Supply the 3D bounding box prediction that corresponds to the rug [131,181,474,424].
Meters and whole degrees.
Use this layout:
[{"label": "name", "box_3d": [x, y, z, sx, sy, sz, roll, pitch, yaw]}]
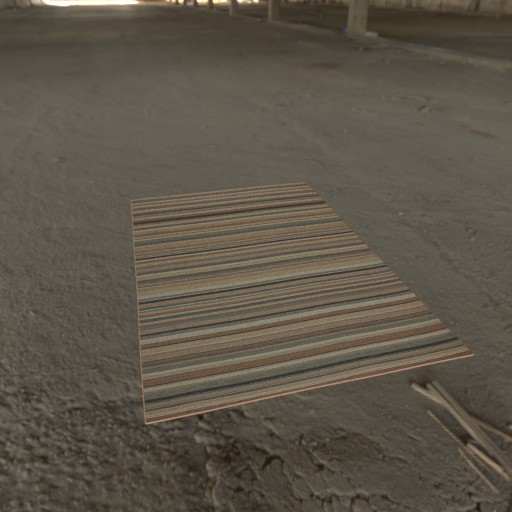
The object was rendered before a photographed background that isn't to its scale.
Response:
[{"label": "rug", "box_3d": [0.000, 0.000, 2.296, 1.219, 0.008, 1.829, -8, 32, -13]}]
